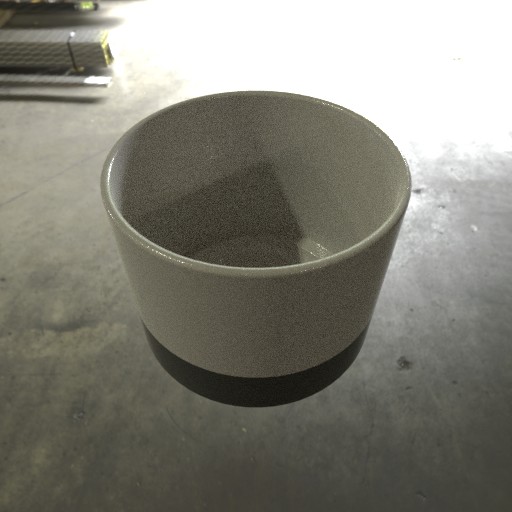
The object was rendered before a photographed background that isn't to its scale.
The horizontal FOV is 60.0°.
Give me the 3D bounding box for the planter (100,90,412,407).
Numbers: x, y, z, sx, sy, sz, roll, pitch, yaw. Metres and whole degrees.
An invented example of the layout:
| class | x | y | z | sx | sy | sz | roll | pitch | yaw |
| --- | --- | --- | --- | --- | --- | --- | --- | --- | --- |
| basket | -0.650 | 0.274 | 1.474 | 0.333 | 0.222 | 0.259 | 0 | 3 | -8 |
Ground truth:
| class | x | y | z | sx | sy | sz | roll | pitch | yaw |
| --- | --- | --- | --- | --- | --- | --- | --- | --- | --- |
| planter | 0.000 | 0.000 | 0.345 | 0.193 | 0.177 | 0.193 | 0 | 46 | 0 |
